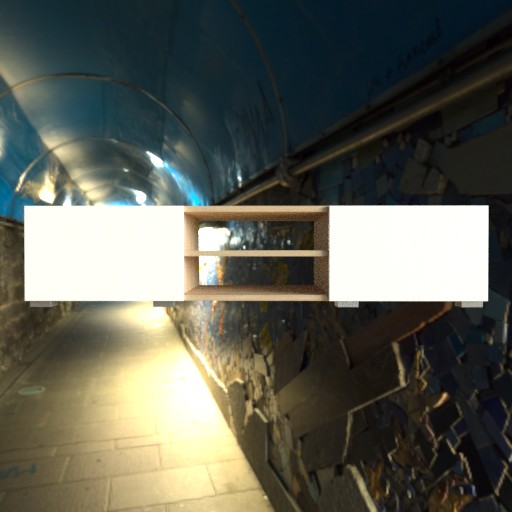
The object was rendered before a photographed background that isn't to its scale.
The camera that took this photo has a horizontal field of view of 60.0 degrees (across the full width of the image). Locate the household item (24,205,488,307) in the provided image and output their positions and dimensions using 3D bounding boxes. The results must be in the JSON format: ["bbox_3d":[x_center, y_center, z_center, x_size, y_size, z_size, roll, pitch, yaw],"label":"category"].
[{"bbox_3d":[0.000,0.000,1.545,1.400,0.310,0.420,0,1,0],"label":"household item"}]
